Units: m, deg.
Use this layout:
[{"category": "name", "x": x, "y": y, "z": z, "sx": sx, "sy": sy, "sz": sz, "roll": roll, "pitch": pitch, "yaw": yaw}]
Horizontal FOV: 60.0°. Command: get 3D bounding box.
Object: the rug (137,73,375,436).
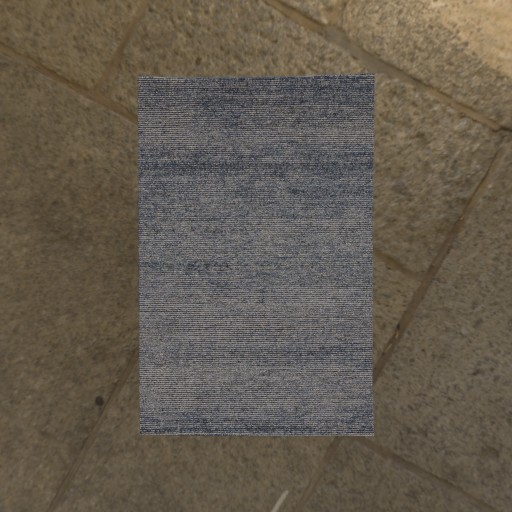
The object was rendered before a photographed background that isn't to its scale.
[{"category": "rug", "x": 0.000, "y": 0.000, "z": 2.127, "sx": 1.135, "sy": 0.010, "sz": 1.740, "roll": 0, "pitch": 91, "yaw": 1}]
